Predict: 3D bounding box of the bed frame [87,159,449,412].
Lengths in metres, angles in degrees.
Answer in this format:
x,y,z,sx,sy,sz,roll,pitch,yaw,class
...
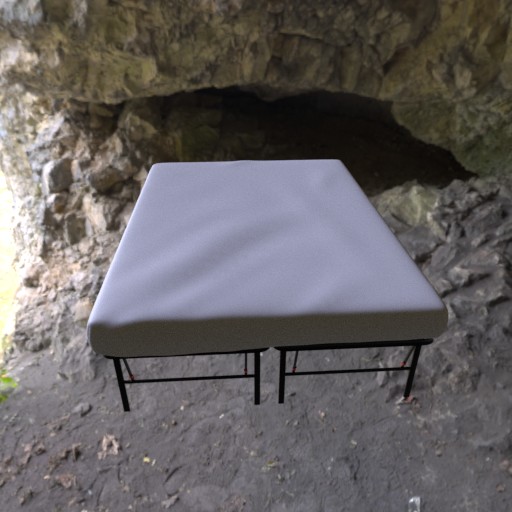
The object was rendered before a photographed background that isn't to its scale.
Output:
x,y,z,sx,sy,sz,roll,pitch,yaw,class
0.000,0.000,2.895,1.584,0.667,2.151,-2,30,-3,bed frame
